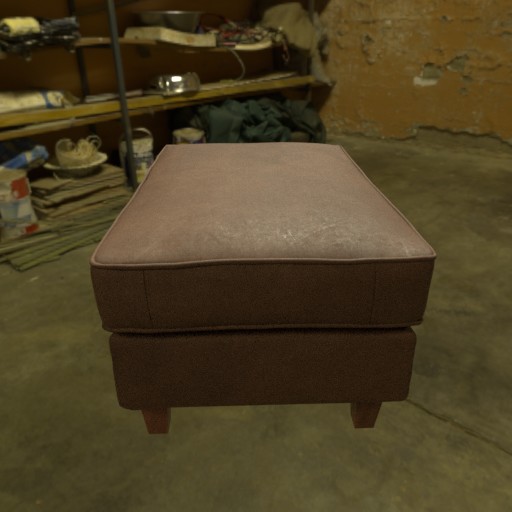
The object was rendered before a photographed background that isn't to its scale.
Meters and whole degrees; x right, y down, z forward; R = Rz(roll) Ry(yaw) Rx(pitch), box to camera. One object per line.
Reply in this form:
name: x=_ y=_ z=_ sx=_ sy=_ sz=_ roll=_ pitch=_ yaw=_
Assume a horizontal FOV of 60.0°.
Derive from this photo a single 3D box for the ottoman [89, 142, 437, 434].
ottoman: x=0.000 y=0.000 z=1.170 sx=0.596 sy=0.481 sz=0.860 roll=-1 pitch=27 yaw=-2
